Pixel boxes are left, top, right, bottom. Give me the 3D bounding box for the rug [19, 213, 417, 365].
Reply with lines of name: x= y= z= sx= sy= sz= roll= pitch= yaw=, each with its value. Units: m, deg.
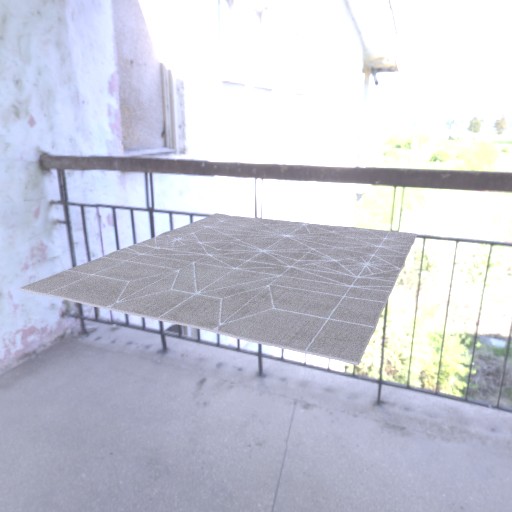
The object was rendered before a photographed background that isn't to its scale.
rug: x=0.000 y=0.000 z=0.879 sx=0.548 sy=0.006 sz=0.639 roll=8 pitch=19 yaw=24
